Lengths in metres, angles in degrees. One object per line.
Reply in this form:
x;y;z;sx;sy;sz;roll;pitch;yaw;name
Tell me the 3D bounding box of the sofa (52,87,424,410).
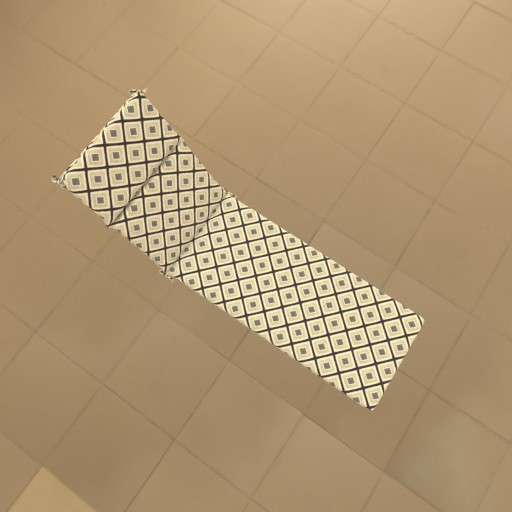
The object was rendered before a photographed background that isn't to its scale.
0.000;0.000;1.997;1.663;0.622;0.582;33;77;9;sofa
